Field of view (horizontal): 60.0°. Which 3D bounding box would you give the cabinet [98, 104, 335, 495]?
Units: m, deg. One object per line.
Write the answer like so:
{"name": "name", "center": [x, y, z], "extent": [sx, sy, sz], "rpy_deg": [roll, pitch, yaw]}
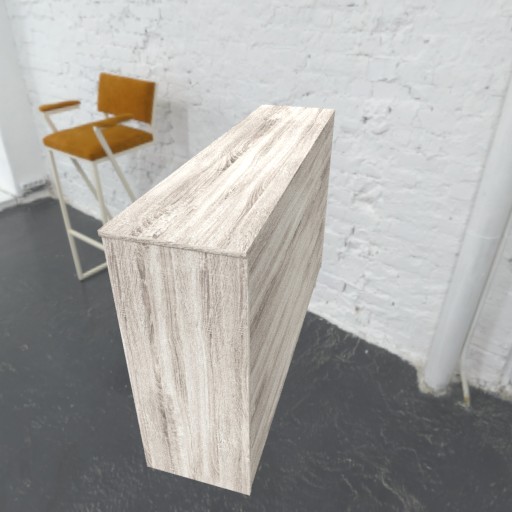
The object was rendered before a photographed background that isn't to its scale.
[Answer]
{"name": "cabinet", "center": [0.000, 0.000, 1.827], "extent": [0.380, 0.900, 1.450], "rpy_deg": [8, 31, 14]}
